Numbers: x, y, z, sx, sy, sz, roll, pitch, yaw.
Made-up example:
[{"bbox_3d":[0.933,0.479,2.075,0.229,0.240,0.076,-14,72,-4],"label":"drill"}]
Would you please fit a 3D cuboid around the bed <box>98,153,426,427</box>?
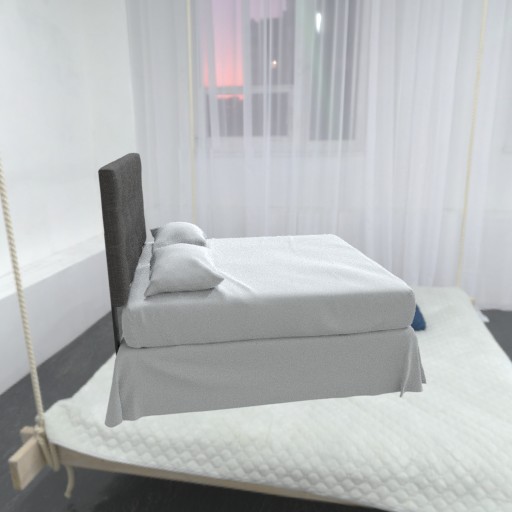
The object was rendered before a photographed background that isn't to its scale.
[{"bbox_3d":[0.000,0.000,3.609,2.222,1.577,1.936,-3,16,-9],"label":"bed"}]
